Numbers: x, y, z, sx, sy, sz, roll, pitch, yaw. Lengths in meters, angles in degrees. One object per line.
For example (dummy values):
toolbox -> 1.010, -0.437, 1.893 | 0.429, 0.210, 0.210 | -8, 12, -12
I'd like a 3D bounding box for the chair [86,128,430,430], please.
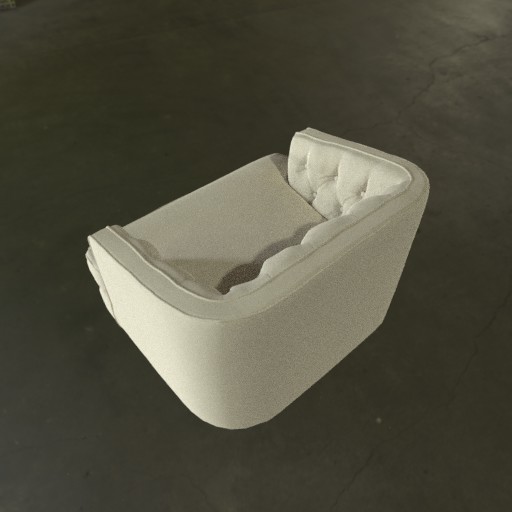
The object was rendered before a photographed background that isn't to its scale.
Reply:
chair -> 0.000, 0.000, 1.816 | 1.104, 0.852, 0.941 | -32, 55, -26
